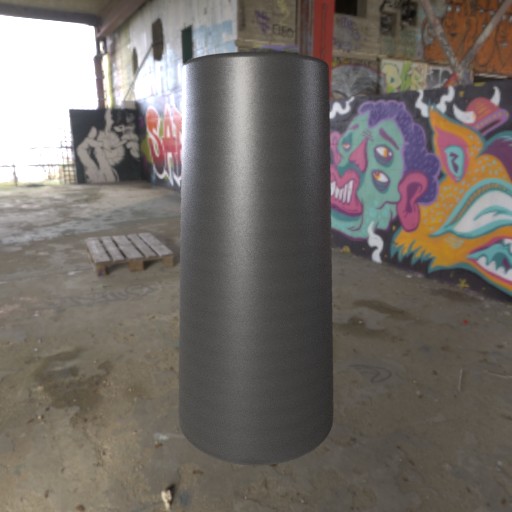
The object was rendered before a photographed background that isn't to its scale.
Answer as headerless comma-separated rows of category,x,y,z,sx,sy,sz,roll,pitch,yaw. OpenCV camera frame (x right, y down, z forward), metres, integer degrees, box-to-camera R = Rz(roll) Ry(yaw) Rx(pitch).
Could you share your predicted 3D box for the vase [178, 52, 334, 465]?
vase,0.000,0.000,0.361,0.136,0.289,0.136,-2,15,-9
